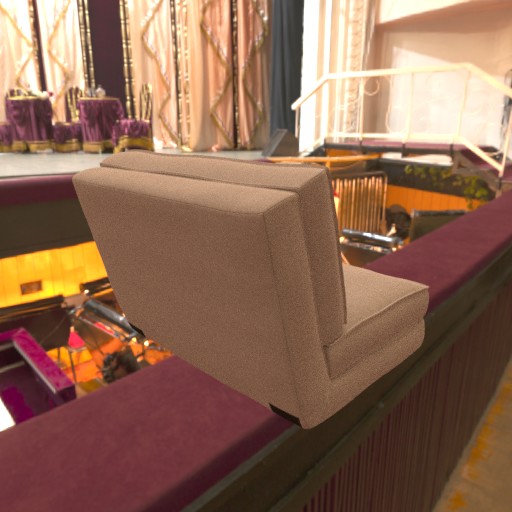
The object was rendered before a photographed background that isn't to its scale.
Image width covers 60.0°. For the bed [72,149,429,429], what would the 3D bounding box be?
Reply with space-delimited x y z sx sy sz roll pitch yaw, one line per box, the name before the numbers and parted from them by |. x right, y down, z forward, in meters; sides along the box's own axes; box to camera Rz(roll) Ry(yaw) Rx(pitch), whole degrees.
bed | 0.000 0.000 1.335 0.799 0.614 0.749 16 23 42
